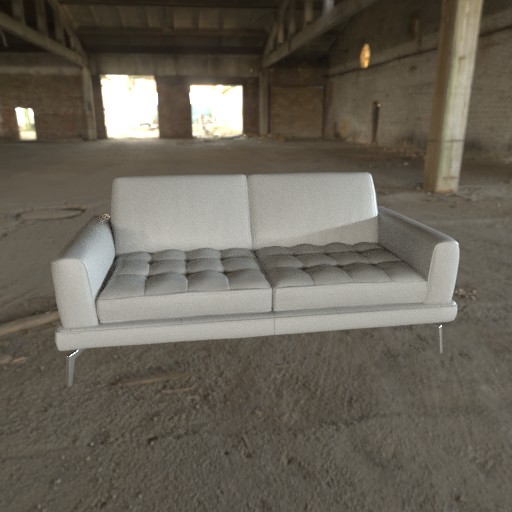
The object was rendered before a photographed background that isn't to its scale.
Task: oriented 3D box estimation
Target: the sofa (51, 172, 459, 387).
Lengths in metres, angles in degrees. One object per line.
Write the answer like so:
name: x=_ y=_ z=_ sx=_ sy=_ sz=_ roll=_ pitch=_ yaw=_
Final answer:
sofa: x=0.000 y=0.000 z=2.757 sx=2.177 sy=0.930 sz=1.121 roll=-3 pitch=18 yaw=-8
